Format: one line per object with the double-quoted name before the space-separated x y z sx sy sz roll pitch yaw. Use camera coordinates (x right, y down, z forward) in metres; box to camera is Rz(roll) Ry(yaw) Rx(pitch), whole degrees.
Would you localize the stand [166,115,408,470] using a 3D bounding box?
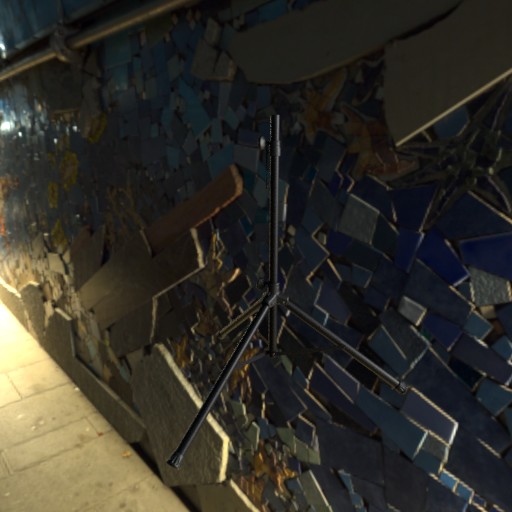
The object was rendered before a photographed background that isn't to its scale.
"stand" 0.000 0.000 1.894 1.045 1.136 0.907 -7 16 -24
